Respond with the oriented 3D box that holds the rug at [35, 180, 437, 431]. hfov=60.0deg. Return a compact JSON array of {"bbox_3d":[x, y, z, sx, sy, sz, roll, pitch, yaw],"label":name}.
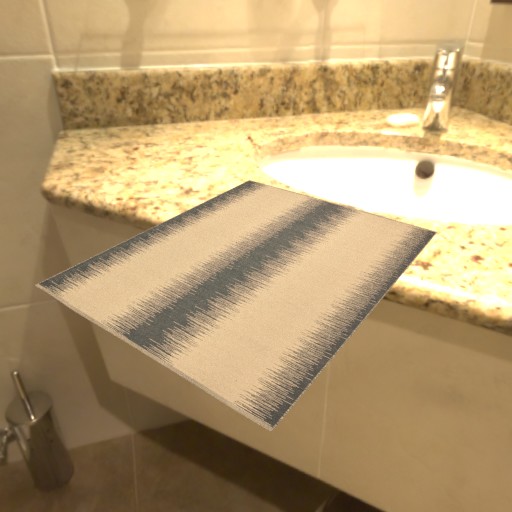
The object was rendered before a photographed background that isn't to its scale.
[{"bbox_3d":[0.000,0.000,4.185,2.453,0.004,3.037,21,37,31],"label":"rug"}]
